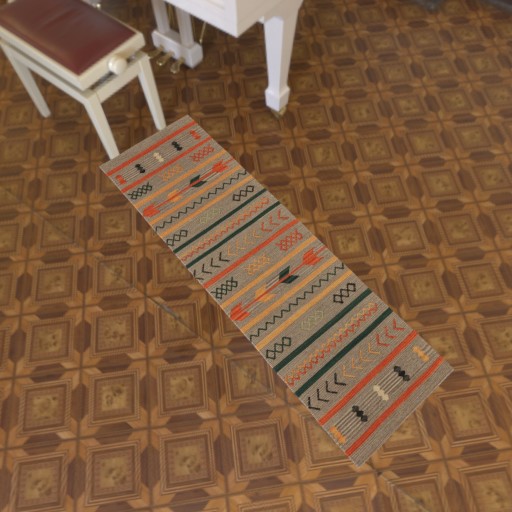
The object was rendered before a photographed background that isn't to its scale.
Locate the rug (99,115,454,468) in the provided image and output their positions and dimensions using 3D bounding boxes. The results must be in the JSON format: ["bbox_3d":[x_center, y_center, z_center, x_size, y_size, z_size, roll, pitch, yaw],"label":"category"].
[{"bbox_3d":[0.000,0.000,2.685,0.744,0.022,2.419,-37,68,-17],"label":"rug"}]
